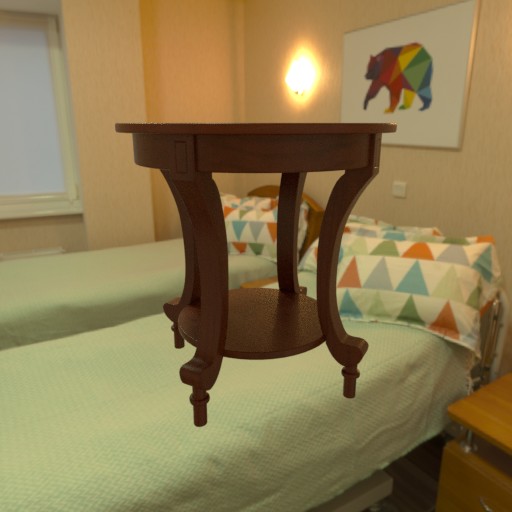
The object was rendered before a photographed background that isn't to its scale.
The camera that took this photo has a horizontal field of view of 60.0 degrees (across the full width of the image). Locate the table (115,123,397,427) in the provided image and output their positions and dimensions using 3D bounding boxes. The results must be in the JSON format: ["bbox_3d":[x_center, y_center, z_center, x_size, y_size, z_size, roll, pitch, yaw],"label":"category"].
[{"bbox_3d":[0.000,0.000,1.066,0.597,0.612,0.597,0,17,0],"label":"table"}]
